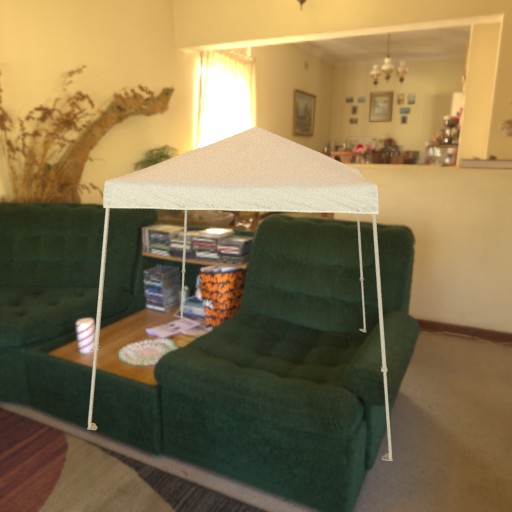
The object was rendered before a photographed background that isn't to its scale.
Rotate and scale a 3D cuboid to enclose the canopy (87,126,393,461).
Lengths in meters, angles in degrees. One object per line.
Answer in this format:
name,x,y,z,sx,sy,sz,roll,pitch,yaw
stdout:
canopy,0.000,0.000,6.414,3.599,3.600,3.600,2,14,9
